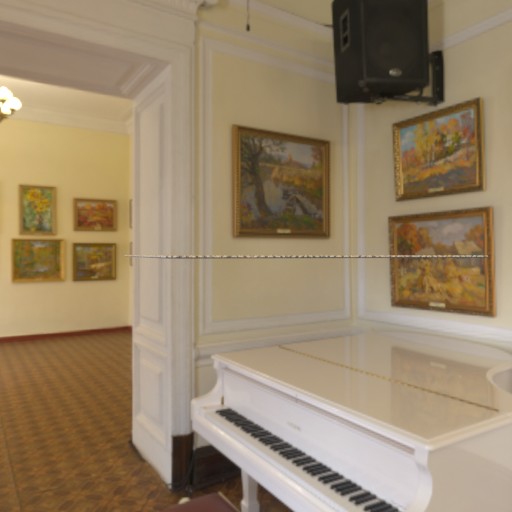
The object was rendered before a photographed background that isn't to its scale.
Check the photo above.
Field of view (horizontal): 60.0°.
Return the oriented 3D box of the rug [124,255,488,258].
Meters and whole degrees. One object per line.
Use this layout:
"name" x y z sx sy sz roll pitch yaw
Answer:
"rug" 0.000 0.000 2.193 1.144 0.008 1.752 0 0 -20
